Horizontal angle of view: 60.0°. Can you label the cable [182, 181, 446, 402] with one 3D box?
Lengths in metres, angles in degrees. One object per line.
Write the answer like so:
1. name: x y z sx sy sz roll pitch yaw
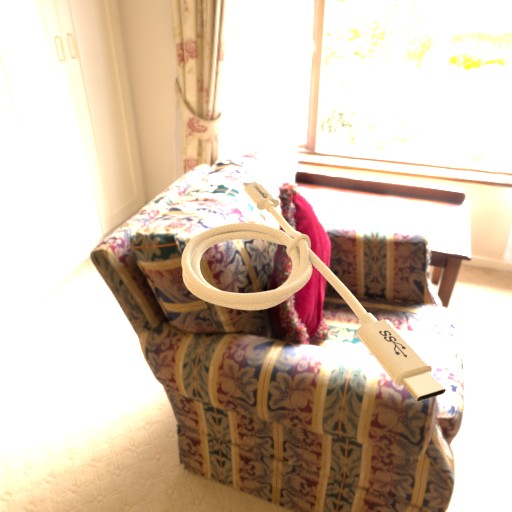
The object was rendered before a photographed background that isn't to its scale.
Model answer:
1. cable: 0.000 0.000 0.206 0.070 0.014 0.186 -10 33 -16
